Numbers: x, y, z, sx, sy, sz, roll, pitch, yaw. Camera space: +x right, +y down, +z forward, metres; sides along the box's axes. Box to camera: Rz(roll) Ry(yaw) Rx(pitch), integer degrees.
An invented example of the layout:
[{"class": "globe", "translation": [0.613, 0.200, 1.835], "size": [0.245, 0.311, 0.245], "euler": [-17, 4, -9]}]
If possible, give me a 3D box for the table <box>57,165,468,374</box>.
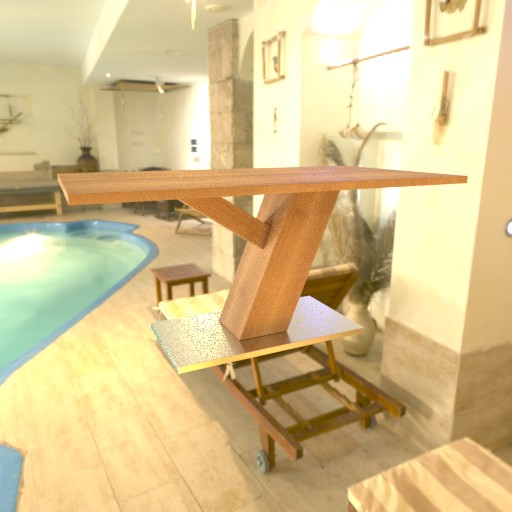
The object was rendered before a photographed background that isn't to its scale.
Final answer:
[{"class": "table", "translation": [0.000, 0.000, 2.072], "size": [1.600, 0.750, 0.900], "euler": [-7, 16, -24]}]
